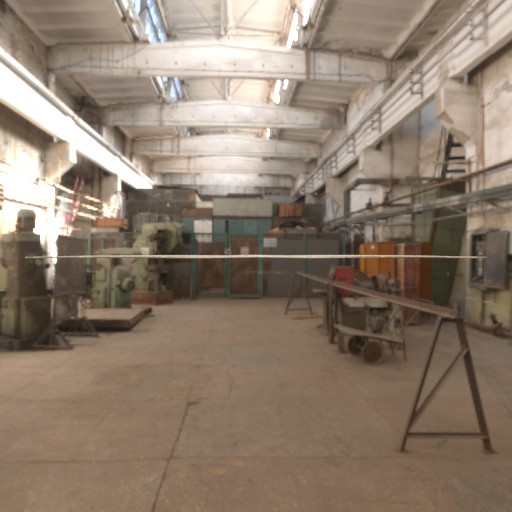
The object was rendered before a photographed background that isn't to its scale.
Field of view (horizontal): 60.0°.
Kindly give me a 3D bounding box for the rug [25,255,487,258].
[{"bbox_3d":[0.000,0.000,2.796,2.133,0.013,1.522,0,0,0],"label":"rug"}]
